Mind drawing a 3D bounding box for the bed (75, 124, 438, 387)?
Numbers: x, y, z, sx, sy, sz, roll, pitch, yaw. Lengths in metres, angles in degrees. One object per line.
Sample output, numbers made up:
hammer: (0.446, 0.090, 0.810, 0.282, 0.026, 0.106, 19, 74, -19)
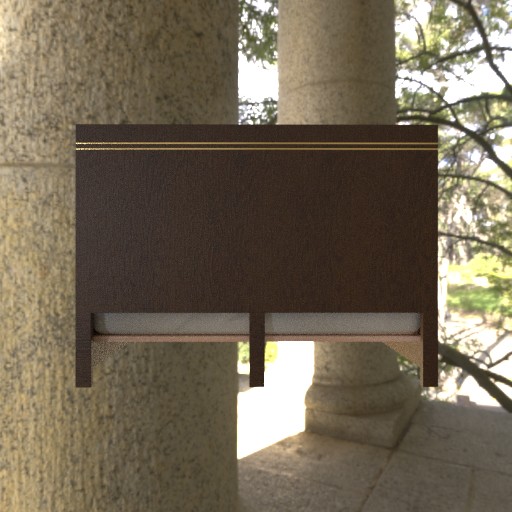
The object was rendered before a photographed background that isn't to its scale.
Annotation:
bed: (0.000, 0.000, 3.079, 1.613, 1.169, 2.221, 0, 0, 0)
